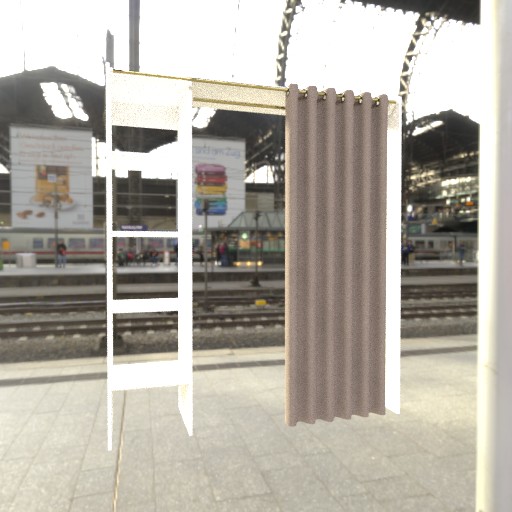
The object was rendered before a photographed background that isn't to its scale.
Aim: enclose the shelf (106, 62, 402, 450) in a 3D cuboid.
[{"bbox_3d":[0.000,0.000,2.525,1.600,1.820,0.500,0,1,-17],"label":"shelf"}]
